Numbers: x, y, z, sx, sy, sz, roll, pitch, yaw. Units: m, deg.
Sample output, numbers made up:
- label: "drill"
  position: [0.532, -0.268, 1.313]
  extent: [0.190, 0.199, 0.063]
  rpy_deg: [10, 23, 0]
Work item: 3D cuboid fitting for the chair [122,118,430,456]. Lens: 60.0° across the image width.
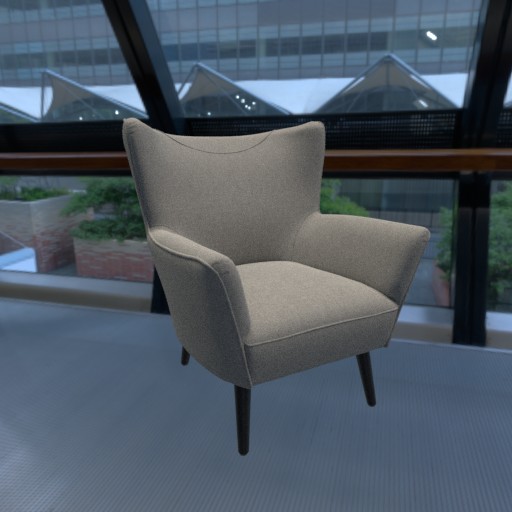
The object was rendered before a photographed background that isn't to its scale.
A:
- label: "chair"
  position: [0.000, 0.000, 1.566]
  extent: [0.781, 0.933, 0.888]
  rpy_deg: [-8, 17, -28]
